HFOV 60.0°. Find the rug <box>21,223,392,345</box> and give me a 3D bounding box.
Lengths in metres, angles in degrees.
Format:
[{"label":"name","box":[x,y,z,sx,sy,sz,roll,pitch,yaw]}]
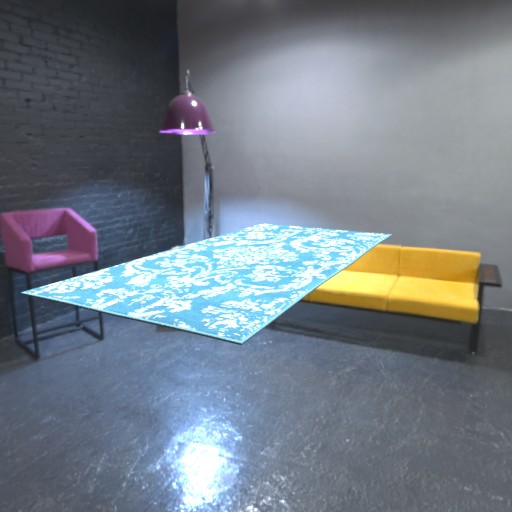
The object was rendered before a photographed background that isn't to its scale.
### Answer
[{"label":"rug","box":[0.000,0.000,1.426,0.604,0.007,1.219,7,15,28]}]
